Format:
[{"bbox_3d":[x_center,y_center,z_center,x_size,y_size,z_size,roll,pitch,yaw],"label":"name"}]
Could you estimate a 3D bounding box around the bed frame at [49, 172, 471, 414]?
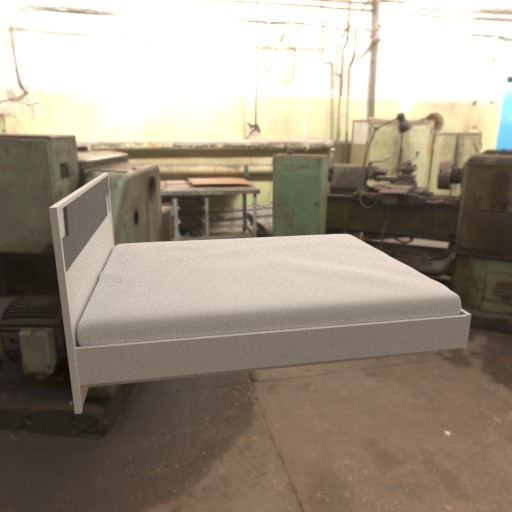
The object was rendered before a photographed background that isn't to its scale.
[{"bbox_3d":[0.000,0.000,2.996,2.100,1.001,1.711,-3,16,-10],"label":"bed frame"}]
